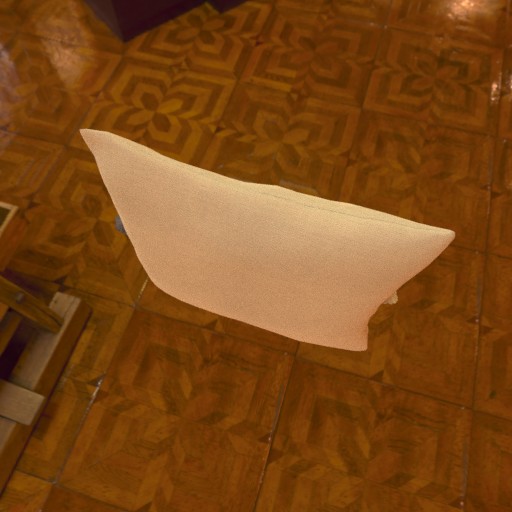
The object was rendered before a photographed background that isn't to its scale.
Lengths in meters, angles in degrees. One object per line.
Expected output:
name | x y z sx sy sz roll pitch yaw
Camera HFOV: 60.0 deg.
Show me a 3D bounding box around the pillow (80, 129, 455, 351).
pillow | 0.000 0.000 0.738 0.489 0.481 0.165 17 65 8
